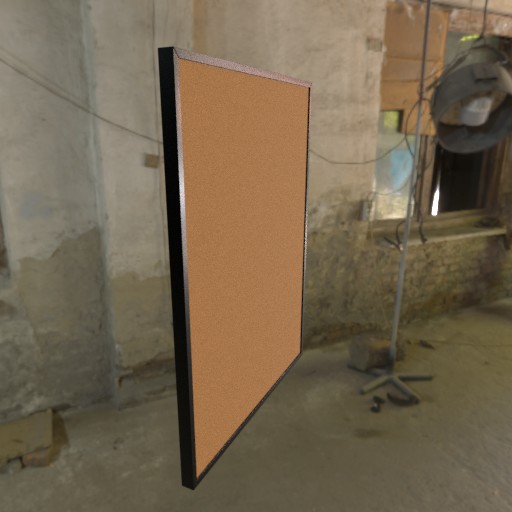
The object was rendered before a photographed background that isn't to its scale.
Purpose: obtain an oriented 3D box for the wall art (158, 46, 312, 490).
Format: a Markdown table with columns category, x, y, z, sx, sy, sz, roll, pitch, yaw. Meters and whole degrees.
| category | x | y | z | sx | sy | sz | roll | pitch | yaw |
| --- | --- | --- | --- | --- | --- | --- | --- | --- | --- |
| wall art | 0.000 | 0.000 | 1.363 | 0.040 | 1.062 | 0.805 | 8 | 18 | 25 |
